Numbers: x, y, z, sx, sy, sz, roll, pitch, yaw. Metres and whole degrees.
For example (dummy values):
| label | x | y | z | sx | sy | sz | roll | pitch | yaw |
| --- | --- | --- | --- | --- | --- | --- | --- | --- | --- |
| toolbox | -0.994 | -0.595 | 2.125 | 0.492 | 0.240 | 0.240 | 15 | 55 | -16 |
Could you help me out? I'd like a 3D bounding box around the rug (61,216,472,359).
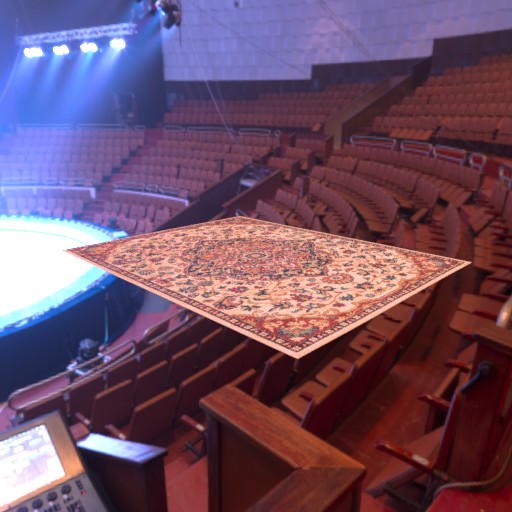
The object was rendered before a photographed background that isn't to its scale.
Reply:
| label | x | y | z | sx | sy | sz | roll | pitch | yaw |
| --- | --- | --- | --- | --- | --- | --- | --- | --- | --- |
| rug | 0.000 | 0.000 | 4.208 | 3.067 | 0.005 | 2.454 | 16 | 22 | 43 |
